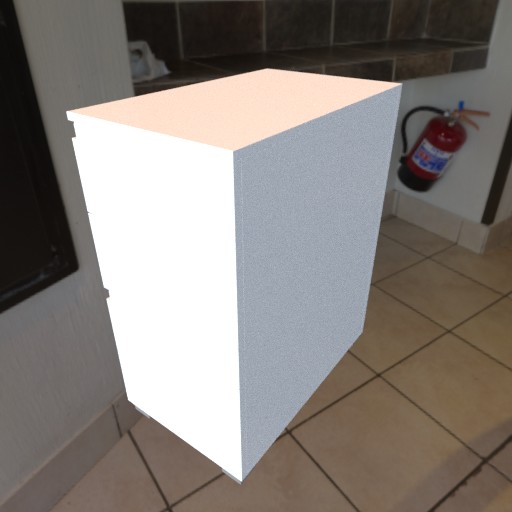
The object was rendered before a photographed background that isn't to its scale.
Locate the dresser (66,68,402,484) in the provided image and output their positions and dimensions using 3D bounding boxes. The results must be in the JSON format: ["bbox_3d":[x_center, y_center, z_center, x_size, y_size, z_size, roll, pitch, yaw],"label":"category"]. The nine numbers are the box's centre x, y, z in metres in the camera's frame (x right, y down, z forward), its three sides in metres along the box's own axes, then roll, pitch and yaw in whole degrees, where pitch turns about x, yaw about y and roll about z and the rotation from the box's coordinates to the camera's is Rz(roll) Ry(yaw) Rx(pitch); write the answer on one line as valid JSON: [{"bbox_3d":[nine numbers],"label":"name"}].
[{"bbox_3d":[0.000,0.000,1.154,0.400,0.800,0.650,21,37,31],"label":"dresser"}]
